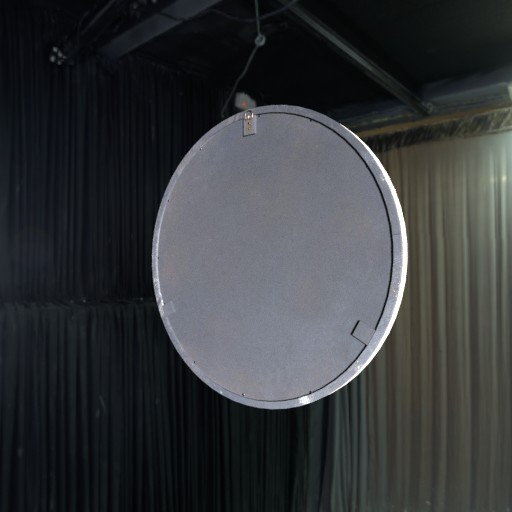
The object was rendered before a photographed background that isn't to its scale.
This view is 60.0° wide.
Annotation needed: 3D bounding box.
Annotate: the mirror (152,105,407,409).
[{"bbox_3d":[0.000,0.000,1.068,0.710,0.710,0.038,-1,-2,36],"label":"mirror"}]
